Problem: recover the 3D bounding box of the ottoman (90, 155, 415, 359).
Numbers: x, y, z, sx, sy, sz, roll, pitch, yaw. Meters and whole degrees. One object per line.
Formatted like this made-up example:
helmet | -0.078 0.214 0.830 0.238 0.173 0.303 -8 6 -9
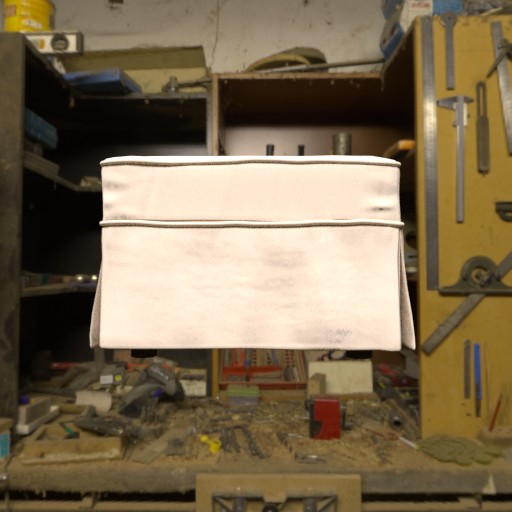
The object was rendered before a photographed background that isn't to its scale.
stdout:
ottoman | 0.000 0.000 1.373 0.703 0.479 0.944 0 -1 1
